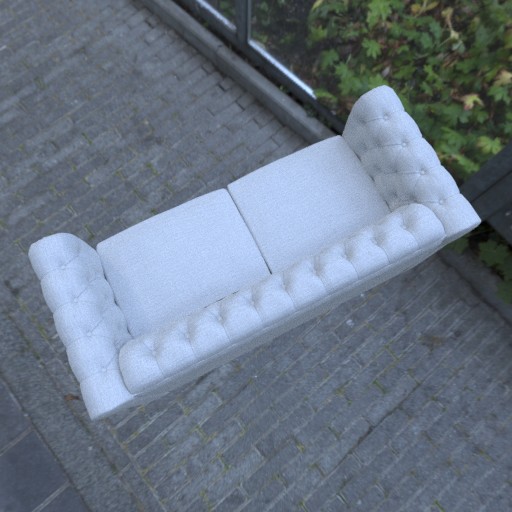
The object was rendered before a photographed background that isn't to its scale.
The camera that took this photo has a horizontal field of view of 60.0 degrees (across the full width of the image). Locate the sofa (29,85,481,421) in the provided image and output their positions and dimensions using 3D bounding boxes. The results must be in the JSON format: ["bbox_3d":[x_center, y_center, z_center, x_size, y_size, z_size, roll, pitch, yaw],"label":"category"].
[{"bbox_3d":[0.000,0.000,2.197,1.798,0.797,0.783,-26,76,-7],"label":"sofa"}]
